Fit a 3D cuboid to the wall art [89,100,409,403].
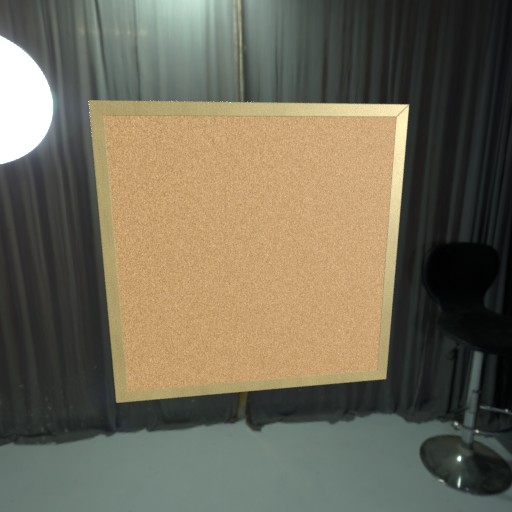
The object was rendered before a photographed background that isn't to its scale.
[{"bbox_3d":[0.000,0.000,0.777,0.508,0.508,0.038,-2,15,-9],"label":"wall art"}]
